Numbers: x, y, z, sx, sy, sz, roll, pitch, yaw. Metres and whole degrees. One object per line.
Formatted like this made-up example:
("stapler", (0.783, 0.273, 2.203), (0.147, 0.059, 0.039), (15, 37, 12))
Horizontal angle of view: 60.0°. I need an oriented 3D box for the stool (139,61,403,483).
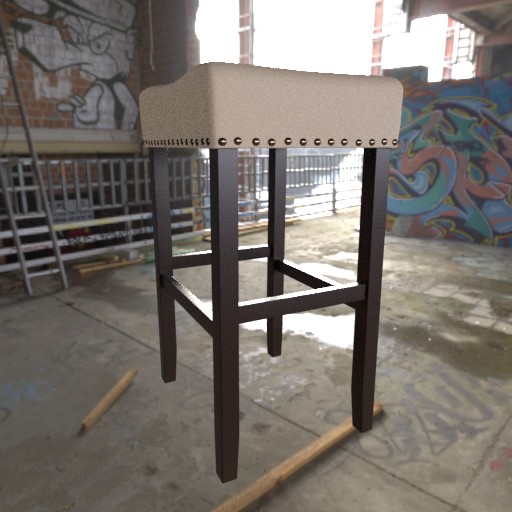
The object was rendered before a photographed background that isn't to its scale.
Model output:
("stool", (0.000, 0.000, 1.036), (0.401, 0.762, 0.471), (-7, 16, -26))
